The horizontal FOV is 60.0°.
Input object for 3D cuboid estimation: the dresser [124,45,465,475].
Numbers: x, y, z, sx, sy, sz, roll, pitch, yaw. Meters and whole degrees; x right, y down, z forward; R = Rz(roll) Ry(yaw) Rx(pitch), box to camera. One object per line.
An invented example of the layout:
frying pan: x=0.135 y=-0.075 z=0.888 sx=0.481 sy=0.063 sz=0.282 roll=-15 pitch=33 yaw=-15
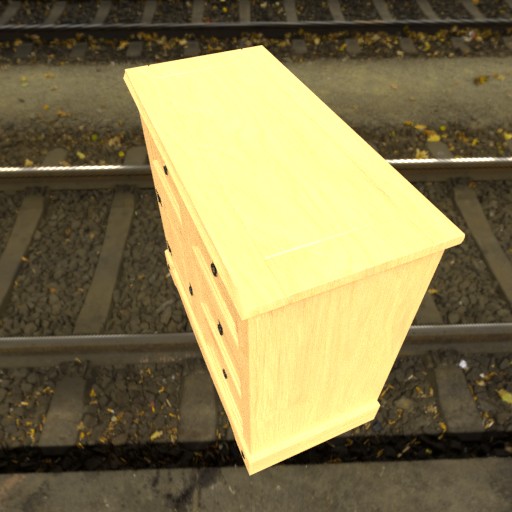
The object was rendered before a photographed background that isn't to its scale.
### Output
dresser: x=0.000 y=0.000 z=1.337 sx=0.440 sy=0.835 sz=0.915 roll=-17 pitch=49 yaw=-16
